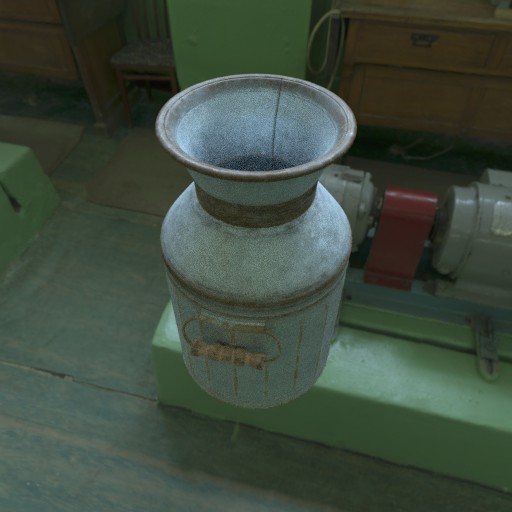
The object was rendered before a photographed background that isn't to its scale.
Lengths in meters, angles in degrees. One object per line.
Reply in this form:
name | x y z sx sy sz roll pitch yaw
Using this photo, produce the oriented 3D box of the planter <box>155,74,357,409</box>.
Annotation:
planter | 0.000 0.000 0.521 0.215 0.358 0.248 10 47 9
